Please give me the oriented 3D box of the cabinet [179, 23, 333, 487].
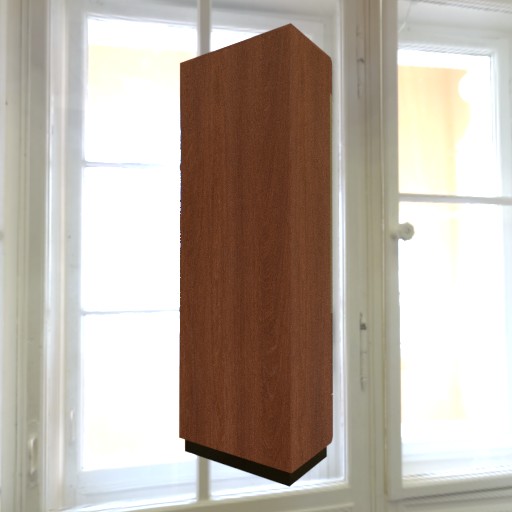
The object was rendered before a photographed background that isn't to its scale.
[{"bbox_3d":[0.000,0.000,2.241,0.660,1.980,0.420,-1,-1,35],"label":"cabinet"}]
